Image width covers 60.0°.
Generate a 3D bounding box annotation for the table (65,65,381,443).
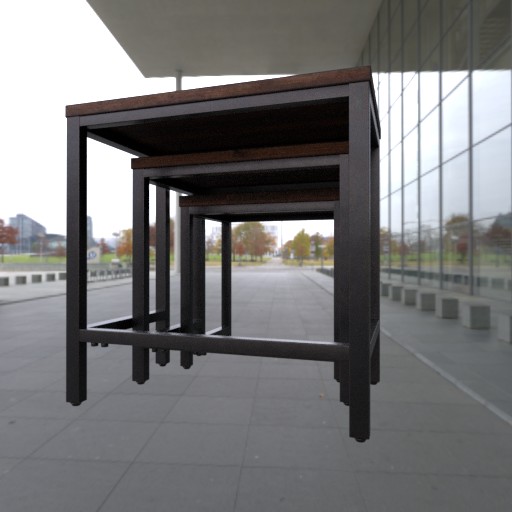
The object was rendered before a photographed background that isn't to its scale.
[{"bbox_3d":[0.000,0.000,1.124,0.608,0.616,0.660,0,0,18],"label":"table"}]
